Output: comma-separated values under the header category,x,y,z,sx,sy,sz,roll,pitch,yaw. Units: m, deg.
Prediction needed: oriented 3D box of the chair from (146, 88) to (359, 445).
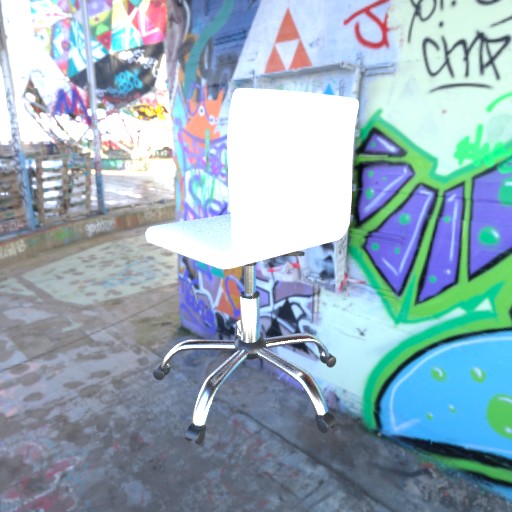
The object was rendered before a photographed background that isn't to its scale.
category,x,y,z,sx,sy,sz,roll,pitch,yaw
chair,0.000,0.000,1.150,0.556,0.780,0.530,-14,21,-42
